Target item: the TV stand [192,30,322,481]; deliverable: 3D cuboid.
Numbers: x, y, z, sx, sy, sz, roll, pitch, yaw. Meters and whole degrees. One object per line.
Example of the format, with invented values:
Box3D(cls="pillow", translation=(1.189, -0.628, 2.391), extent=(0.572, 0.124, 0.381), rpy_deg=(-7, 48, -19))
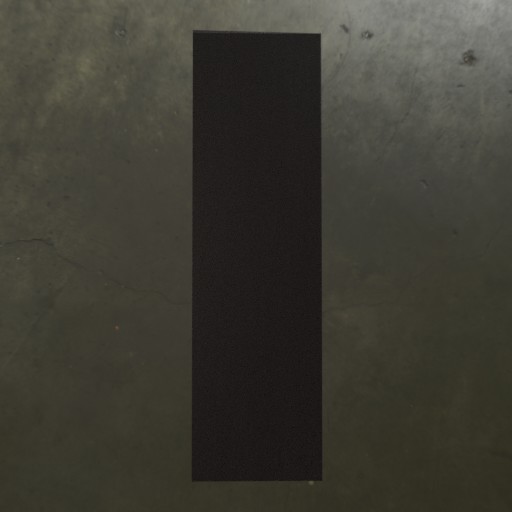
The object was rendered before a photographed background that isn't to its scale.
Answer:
Box3D(cls="TV stand", translation=(0.000, 0.000, 1.515), extent=(0.347, 0.681, 1.198), rpy_deg=(0, 89, -1))
